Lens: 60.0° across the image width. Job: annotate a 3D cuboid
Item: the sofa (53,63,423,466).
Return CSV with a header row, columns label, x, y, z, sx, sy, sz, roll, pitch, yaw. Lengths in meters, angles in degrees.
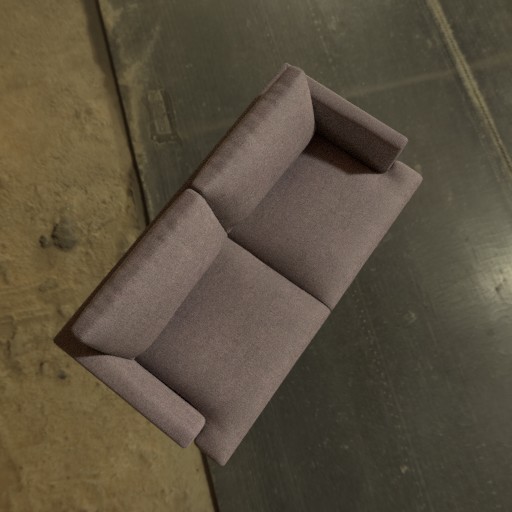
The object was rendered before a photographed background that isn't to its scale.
label,x,y,z,sx,sy,sz,roll,pitch,yaw
sofa,0.000,0.000,2.445,1.020,0.868,1.948,36,78,8
